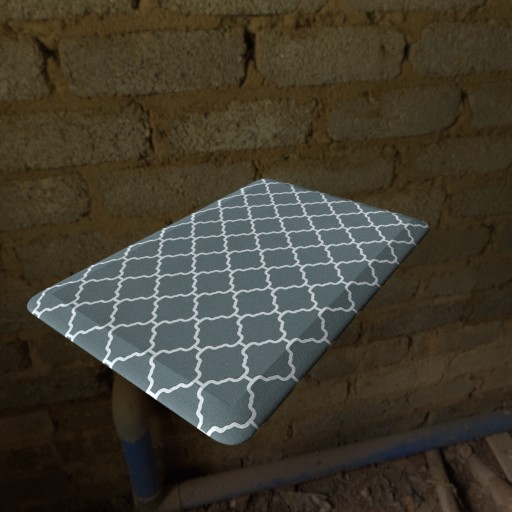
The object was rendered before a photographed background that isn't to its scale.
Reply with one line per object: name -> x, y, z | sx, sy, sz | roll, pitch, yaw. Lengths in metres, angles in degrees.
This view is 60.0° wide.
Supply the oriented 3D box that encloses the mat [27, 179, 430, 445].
mat -> 0.000, 0.000, 0.933 | 0.508, 0.021, 0.762 | 21, 38, 30
